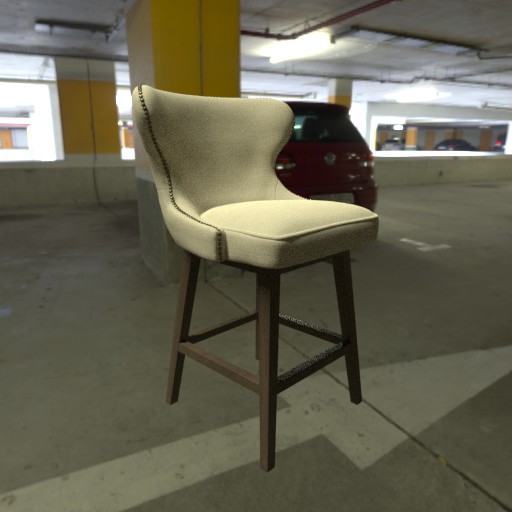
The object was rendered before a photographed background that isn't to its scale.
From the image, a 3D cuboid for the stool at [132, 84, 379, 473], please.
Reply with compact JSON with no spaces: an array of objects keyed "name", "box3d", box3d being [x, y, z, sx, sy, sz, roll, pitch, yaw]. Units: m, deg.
[{"name":"stool","box3d":[0.000,0.000,1.351,0.597,0.972,0.615,14,19,43]}]
